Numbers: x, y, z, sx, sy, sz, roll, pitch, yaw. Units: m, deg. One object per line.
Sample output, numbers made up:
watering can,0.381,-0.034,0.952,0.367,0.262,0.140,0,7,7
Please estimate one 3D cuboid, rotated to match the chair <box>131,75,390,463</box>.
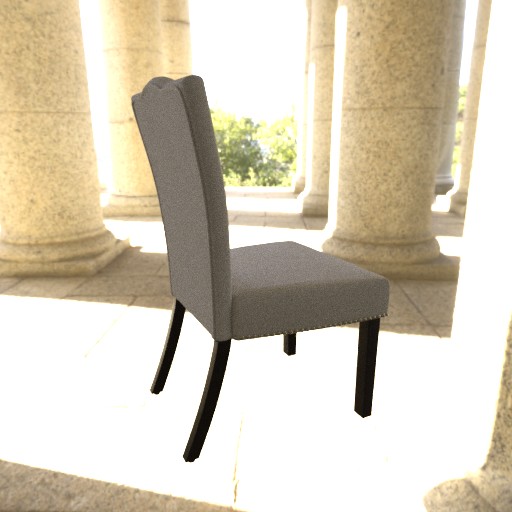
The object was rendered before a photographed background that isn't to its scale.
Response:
chair,0.000,0.000,1.290,0.589,0.946,0.518,-8,17,-26
